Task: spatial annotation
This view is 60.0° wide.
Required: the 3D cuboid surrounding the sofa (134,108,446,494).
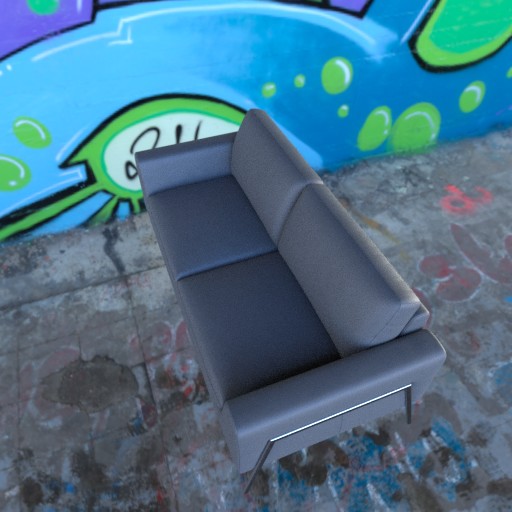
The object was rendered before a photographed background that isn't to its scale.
[{"bbox_3d":[0.000,0.000,2.494,0.953,0.875,2.017,-16,48,-15],"label":"sofa"}]
